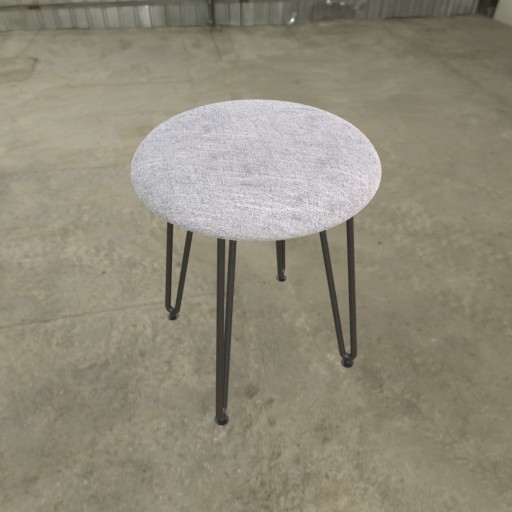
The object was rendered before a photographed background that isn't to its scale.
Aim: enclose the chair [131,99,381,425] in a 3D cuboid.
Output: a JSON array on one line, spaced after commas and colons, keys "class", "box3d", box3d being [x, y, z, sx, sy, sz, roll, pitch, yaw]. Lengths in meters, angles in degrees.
[{"class": "chair", "box3d": [0.000, 0.000, 0.662, 0.350, 0.386, 0.350, 12, 42, 14]}]
